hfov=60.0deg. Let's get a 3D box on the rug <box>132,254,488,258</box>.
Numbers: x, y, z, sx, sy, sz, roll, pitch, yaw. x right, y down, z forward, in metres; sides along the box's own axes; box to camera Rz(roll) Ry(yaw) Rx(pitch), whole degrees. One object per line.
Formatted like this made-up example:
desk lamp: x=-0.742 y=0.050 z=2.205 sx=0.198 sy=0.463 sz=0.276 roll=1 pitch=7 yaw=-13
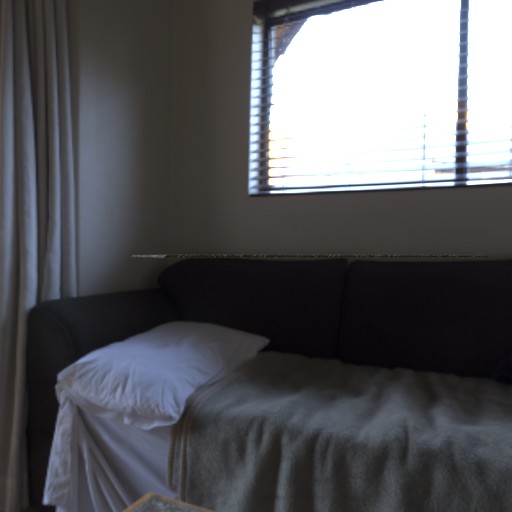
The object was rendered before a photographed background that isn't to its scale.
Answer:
rug: x=0.000 y=0.000 z=3.051 sx=1.541 sy=0.012 sz=2.457 roll=0 pitch=0 yaw=-19
